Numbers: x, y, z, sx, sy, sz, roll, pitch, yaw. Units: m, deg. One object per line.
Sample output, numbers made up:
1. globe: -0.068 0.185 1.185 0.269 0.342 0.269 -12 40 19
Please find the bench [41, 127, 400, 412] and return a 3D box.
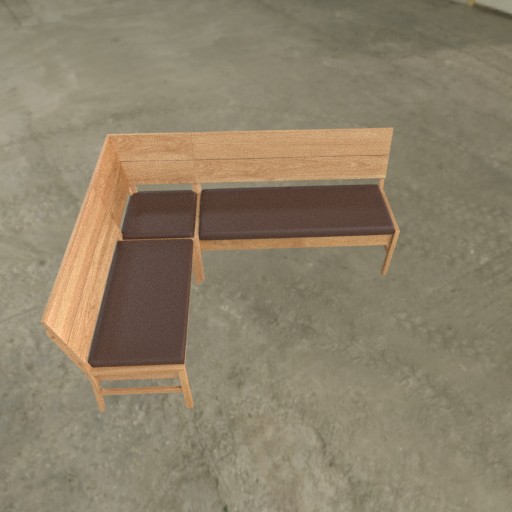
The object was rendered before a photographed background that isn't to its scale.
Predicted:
1. bench: 0.000 0.000 2.812 1.975 0.890 1.549 -3 46 -2
